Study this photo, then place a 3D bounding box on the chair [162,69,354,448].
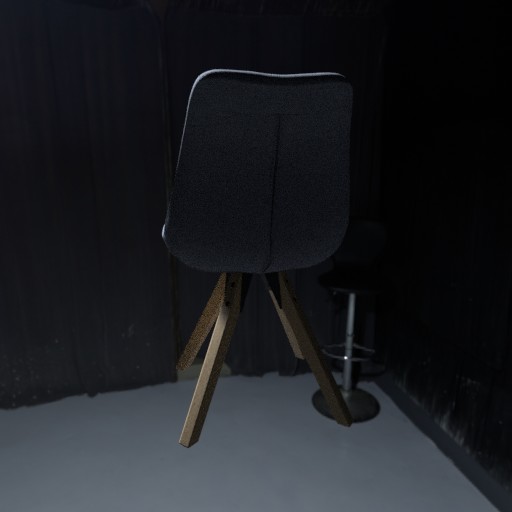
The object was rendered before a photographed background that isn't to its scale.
[{"bbox_3d":[0.000,0.000,1.185,0.485,0.850,0.550,-3,15,-11],"label":"chair"}]
